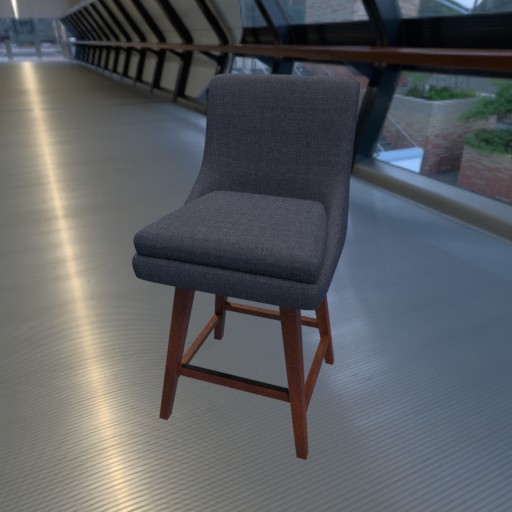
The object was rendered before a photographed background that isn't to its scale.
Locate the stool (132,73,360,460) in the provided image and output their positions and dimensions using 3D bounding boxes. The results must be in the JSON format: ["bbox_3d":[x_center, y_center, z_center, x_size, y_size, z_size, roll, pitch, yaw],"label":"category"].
[{"bbox_3d":[0.000,0.000,1.226,0.467,0.895,0.524,9,28,17],"label":"stool"}]
